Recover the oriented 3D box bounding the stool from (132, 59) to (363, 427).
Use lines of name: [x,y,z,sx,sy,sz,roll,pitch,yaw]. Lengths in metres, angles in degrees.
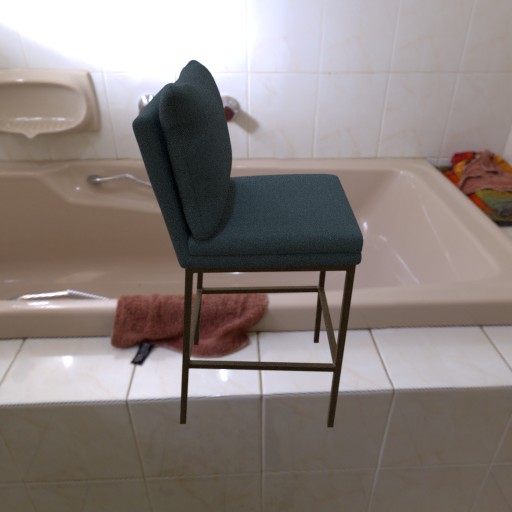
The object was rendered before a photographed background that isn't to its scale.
stool: [0.000,0.000,1.434,0.568,1.124,0.463,0,32,0]
